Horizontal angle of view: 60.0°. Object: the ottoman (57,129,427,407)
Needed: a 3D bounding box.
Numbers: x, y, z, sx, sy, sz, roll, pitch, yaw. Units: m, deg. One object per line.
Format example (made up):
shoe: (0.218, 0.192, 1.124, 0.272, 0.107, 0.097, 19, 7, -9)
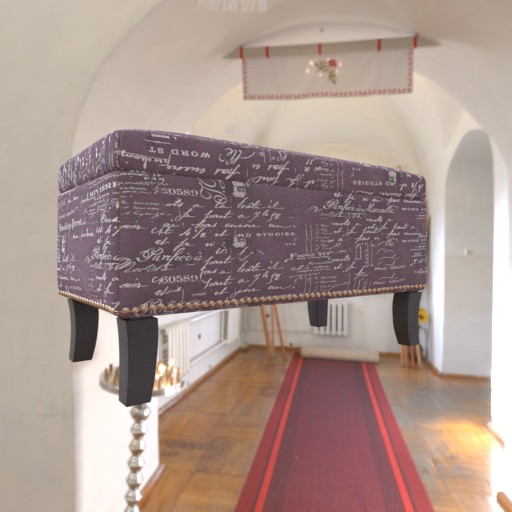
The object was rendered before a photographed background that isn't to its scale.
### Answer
ottoman: (0.000, 0.000, 1.057, 0.813, 0.457, 0.406, -1, 1, -36)
